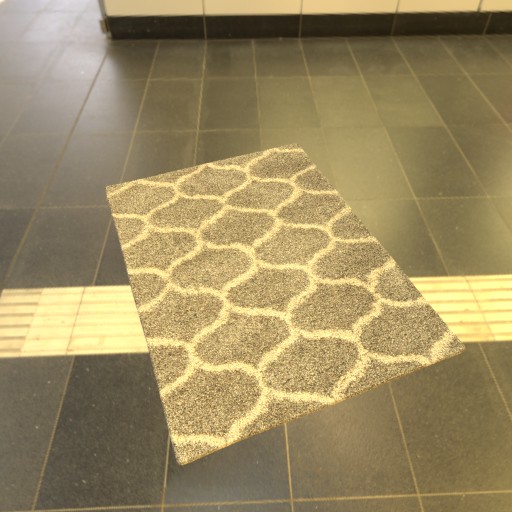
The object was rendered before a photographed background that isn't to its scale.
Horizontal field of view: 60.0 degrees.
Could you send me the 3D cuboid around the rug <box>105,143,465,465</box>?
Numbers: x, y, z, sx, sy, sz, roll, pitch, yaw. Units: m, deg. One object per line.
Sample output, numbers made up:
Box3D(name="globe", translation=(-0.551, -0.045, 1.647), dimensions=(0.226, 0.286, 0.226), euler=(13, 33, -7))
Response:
Box3D(name="rug", translation=(0.000, 0.000, 2.143), dimensions=(1.200, 0.025, 1.600), euler=(-16, 49, -15))
